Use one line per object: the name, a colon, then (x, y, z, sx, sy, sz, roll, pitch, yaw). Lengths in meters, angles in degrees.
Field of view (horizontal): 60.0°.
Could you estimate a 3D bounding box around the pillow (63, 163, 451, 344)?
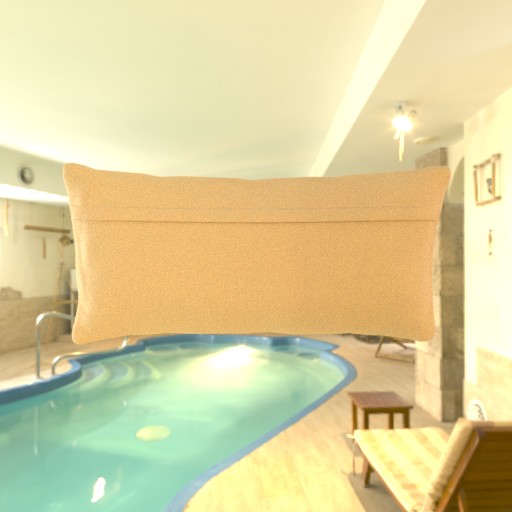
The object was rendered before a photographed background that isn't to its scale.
pillow: (0.000, 0.000, 0.717, 0.609, 0.292, 0.155, 0, -1, 0)
